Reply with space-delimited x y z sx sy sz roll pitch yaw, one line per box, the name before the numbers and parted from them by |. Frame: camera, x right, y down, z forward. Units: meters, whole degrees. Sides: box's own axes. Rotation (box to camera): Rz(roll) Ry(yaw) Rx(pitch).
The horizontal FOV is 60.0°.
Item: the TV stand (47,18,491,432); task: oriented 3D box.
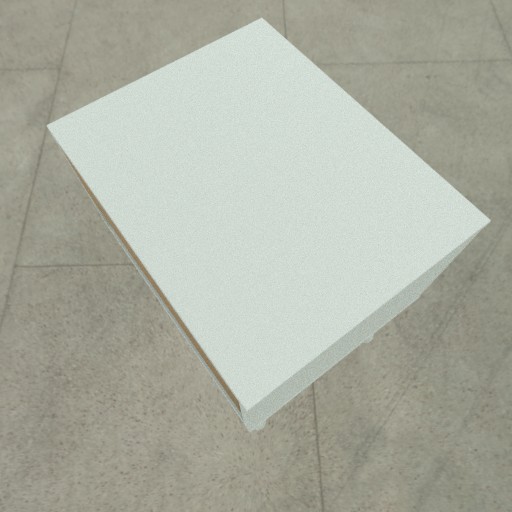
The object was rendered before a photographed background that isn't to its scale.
TV stand | 0.000 0.000 0.879 0.405 0.559 0.508 -34 69 -15
